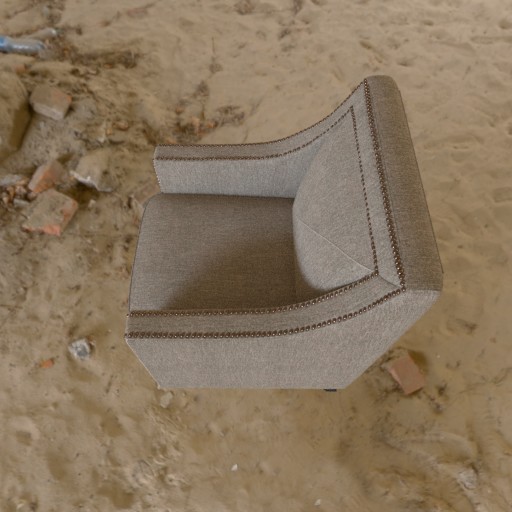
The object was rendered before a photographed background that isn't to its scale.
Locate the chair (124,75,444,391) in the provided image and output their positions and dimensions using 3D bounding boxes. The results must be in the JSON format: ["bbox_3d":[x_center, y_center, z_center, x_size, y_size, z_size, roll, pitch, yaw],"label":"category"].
[{"bbox_3d":[0.000,0.000,1.605,0.884,0.967,0.776,0,59,0],"label":"chair"}]
